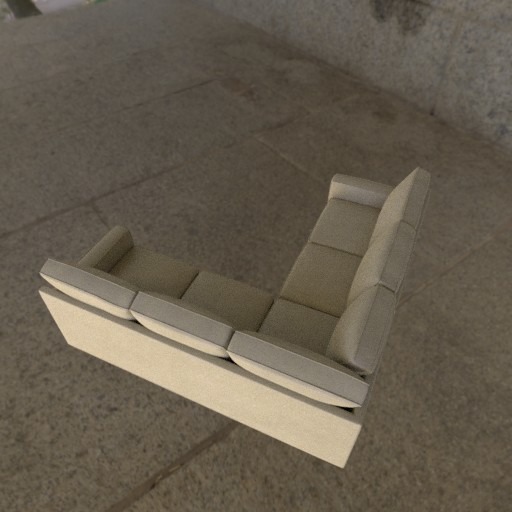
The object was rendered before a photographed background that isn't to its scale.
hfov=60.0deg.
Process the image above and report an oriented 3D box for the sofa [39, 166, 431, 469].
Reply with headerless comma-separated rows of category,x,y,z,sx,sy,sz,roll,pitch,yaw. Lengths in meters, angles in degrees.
sofa,0.000,0.000,3.441,2.211,0.936,2.188,18,49,16
